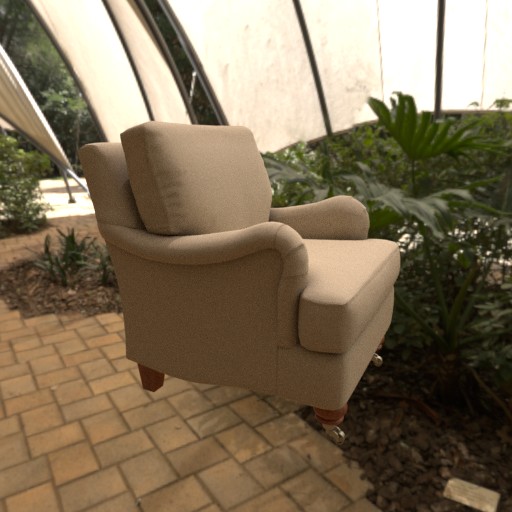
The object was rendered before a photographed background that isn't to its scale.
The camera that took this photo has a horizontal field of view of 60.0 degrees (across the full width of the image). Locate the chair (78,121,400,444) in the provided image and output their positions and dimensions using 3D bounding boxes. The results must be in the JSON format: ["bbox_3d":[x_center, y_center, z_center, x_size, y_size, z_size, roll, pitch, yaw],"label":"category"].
[{"bbox_3d":[0.000,0.000,1.867,1.078,1.076,0.895,7,16,26],"label":"chair"}]
